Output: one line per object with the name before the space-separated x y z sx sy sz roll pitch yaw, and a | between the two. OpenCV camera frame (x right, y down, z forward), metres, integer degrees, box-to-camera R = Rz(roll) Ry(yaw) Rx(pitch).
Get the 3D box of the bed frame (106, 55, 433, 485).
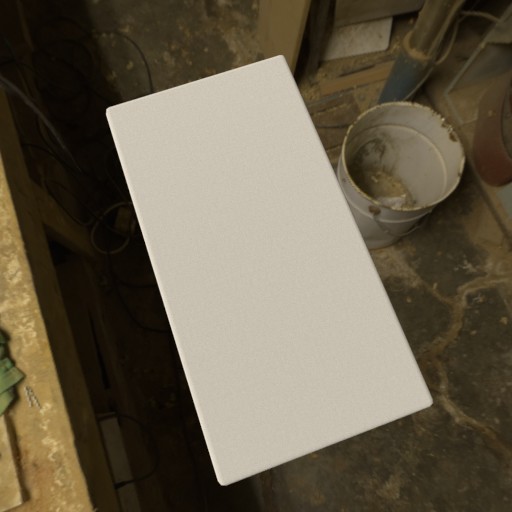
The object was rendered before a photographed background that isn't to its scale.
bed frame | 0.000 0.000 3.218 1.393 0.680 2.635 -19 76 -5
